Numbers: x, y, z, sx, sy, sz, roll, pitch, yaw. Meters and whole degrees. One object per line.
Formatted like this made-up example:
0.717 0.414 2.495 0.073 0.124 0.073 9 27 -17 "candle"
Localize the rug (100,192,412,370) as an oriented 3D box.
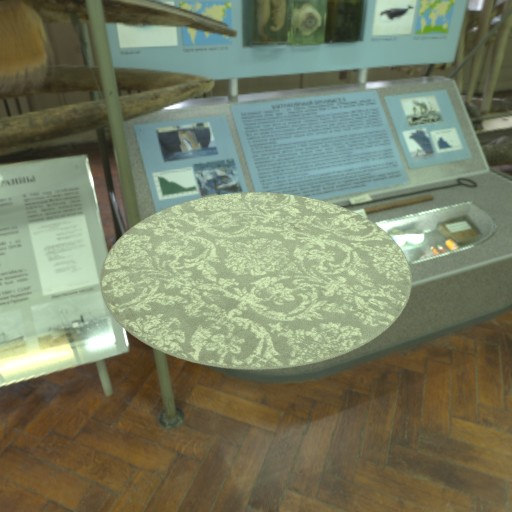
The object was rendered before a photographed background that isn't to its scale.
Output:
0.000 0.000 2.362 1.593 0.012 1.593 0 33 0 "rug"
